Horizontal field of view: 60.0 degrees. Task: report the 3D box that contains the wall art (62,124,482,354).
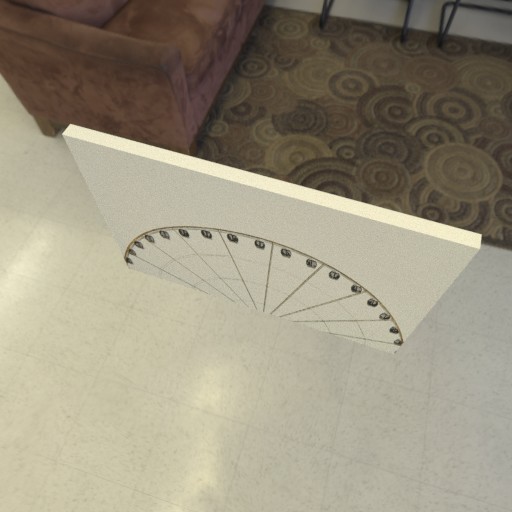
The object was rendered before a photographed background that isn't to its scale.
[{"bbox_3d":[0.000,0.000,1.168,0.898,0.601,0.038,17,60,10],"label":"wall art"}]
